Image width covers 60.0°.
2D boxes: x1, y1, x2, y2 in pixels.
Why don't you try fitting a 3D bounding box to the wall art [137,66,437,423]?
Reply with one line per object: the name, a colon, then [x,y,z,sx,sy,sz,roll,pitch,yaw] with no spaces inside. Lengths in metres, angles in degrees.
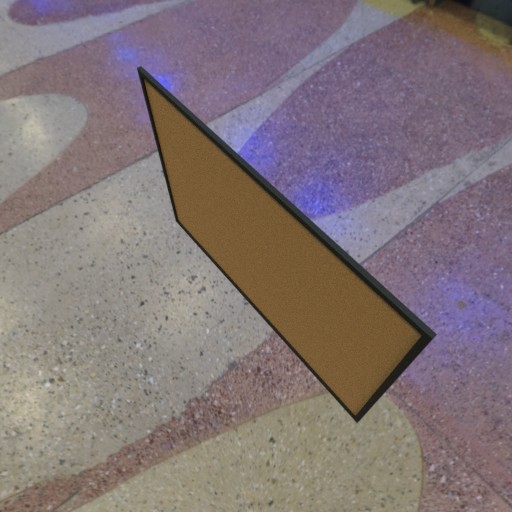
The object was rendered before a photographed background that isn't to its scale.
wall art: [0.000,0.000,1.236,0.013,0.665,0.963,-35,64,-20]
